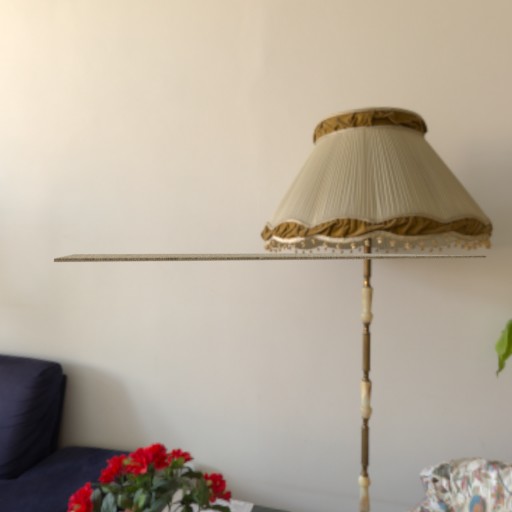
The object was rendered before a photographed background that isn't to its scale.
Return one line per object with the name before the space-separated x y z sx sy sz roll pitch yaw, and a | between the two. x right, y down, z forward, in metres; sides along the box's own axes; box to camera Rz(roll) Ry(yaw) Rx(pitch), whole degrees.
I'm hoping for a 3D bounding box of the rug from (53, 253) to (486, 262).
rug | 0.000 0.000 2.889 2.280 0.015 1.521 0 1 -20
